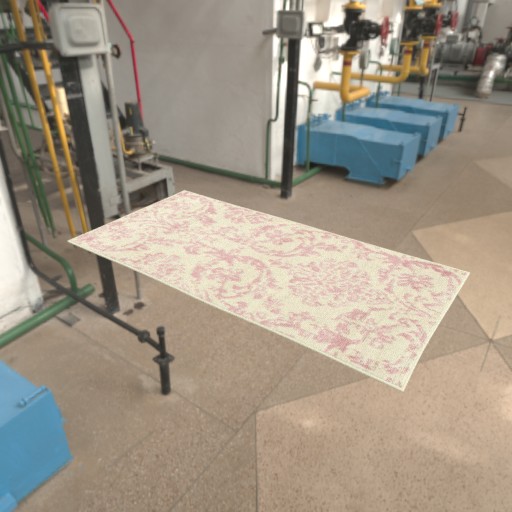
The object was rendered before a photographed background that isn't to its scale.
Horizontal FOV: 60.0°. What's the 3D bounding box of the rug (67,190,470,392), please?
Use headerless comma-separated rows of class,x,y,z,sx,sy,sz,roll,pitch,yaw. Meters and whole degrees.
rug,0.000,0.000,1.483,1.219,0.007,0.604,19,35,30
